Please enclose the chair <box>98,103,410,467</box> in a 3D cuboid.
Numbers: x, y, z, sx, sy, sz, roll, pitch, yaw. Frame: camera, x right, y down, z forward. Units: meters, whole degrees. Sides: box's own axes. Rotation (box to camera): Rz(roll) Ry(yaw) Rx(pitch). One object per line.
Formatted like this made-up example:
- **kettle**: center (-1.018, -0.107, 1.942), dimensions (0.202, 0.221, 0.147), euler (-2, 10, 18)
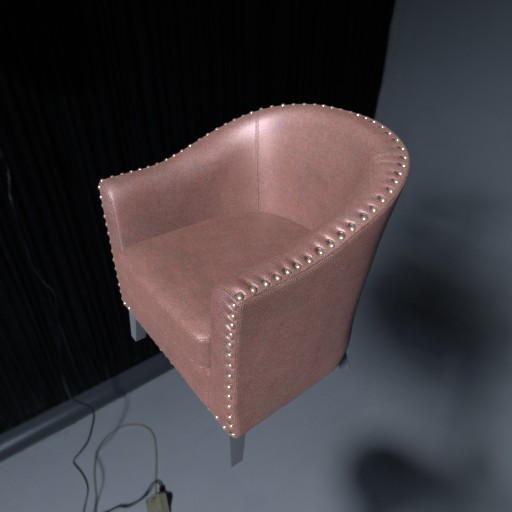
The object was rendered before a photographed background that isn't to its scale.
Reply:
- **chair**: center (0.000, 0.000, 1.436), dimensions (0.748, 0.823, 0.794), euler (-22, 38, -31)
